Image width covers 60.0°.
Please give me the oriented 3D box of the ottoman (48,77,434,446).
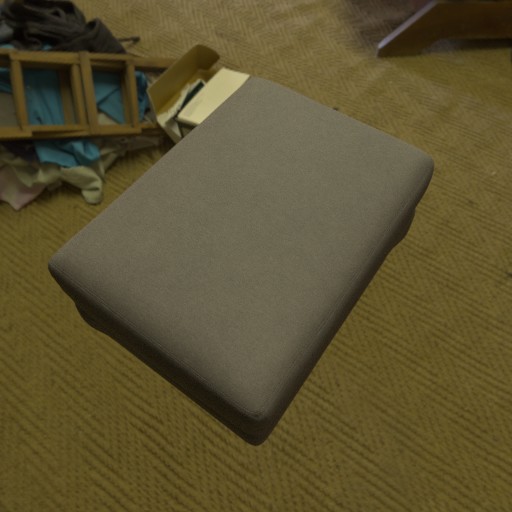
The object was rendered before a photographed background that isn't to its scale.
[{"bbox_3d":[0.000,0.000,1.158,0.574,0.497,0.773,31,64,18],"label":"ottoman"}]
